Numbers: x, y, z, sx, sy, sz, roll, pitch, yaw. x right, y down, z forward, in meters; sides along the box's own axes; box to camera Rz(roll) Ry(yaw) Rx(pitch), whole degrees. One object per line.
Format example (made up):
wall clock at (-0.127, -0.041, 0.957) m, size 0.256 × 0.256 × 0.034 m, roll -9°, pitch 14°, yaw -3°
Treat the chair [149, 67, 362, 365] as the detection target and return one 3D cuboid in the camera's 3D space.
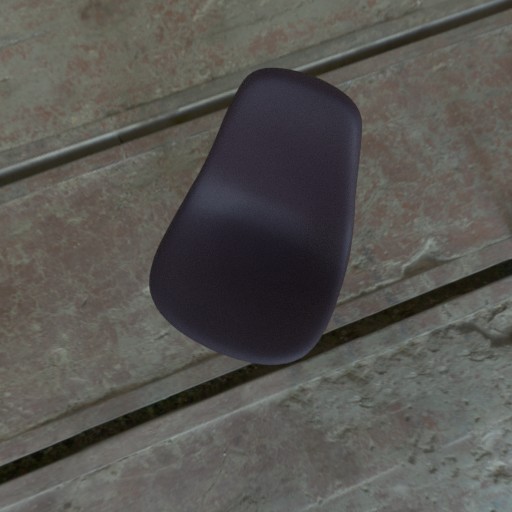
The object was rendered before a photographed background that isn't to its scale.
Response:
chair at (0.000, 0.000, 1.170) m, size 0.470 × 0.826 × 0.533 m, roll 22°, pitch 77°, yaw 5°
